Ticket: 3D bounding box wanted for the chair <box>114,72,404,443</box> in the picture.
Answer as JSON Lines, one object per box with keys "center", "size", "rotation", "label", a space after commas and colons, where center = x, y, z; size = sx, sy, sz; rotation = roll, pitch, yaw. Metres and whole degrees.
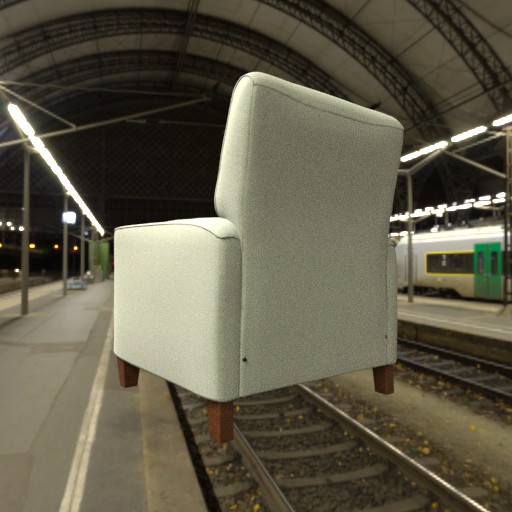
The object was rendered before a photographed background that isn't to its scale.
{"center": [0.000, 0.000, 1.668], "size": [0.853, 1.007, 0.846], "rotation": [1, -1, -38], "label": "chair"}
